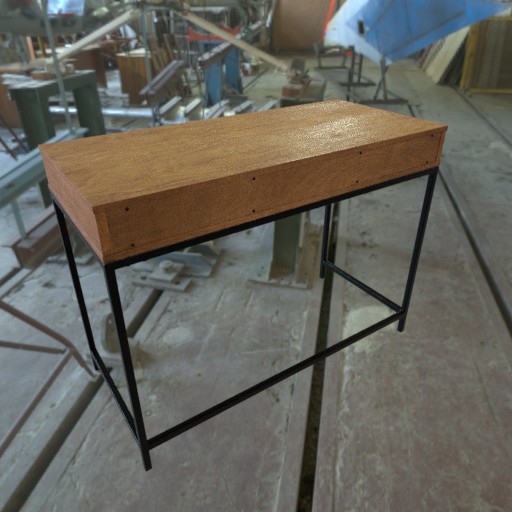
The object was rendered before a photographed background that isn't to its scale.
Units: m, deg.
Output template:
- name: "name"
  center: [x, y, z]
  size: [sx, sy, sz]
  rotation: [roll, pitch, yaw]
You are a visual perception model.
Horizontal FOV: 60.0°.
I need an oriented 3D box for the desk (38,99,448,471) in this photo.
- name: "desk"
  center: [0.000, 0.000, 1.388]
  size: [1.016, 0.762, 0.470]
  rotation: [-19, 35, -29]
